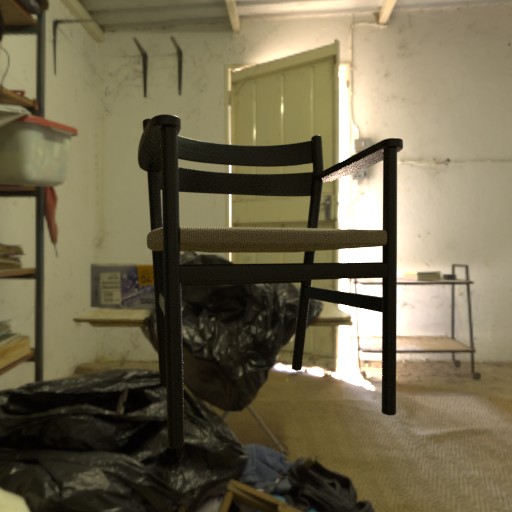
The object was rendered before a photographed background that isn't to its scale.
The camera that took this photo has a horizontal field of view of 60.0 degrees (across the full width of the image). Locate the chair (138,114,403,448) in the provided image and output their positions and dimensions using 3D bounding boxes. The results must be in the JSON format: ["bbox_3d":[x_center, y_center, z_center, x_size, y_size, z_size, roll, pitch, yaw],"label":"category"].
[{"bbox_3d":[0.000,0.000,1.213,0.630,0.775,0.508,0,1,-20],"label":"chair"}]
